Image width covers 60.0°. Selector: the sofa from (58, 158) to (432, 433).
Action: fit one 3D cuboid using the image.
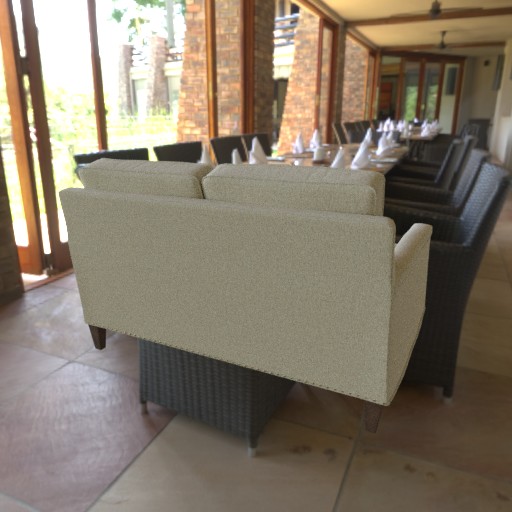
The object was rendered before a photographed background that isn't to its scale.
[{"bbox_3d":[0.000,0.000,2.256,1.597,1.003,1.084,9,19,25],"label":"sofa"}]
